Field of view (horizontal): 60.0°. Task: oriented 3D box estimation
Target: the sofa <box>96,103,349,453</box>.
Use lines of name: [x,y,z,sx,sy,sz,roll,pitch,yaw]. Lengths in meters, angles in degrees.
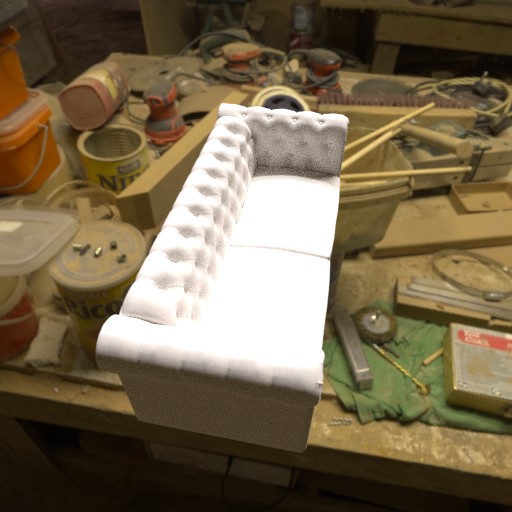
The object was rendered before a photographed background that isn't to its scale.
sofa: [0.000,0.000,2.280,0.771,0.796,1.798,8,46,8]
